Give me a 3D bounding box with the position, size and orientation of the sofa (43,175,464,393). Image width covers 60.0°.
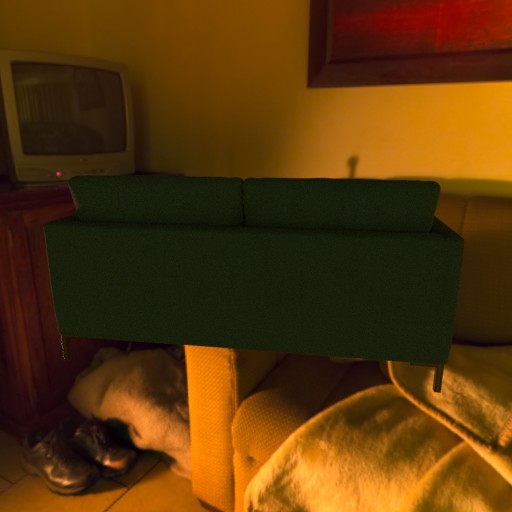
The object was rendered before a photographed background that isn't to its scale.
[{"bbox_3d":[0.000,0.000,2.159,1.676,0.817,0.875,2,15,9],"label":"sofa"}]
